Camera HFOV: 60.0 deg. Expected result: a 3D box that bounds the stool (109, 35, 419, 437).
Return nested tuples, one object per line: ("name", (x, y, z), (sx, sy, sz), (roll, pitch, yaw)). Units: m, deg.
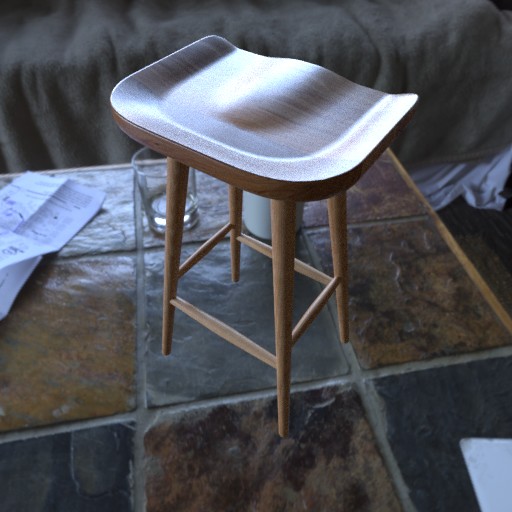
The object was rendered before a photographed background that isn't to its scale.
("stool", (0.000, 0.000, 0.913), (0.407, 0.698, 0.322), (27, 53, 23))
